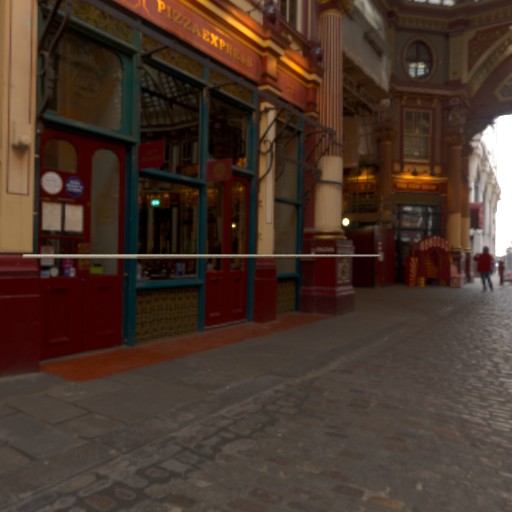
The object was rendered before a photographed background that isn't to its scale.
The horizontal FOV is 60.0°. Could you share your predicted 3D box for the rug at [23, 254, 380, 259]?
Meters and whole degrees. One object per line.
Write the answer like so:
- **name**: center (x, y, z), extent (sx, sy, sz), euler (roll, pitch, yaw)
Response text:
- **rug**: center (0.000, 0.000, 2.506), extent (0.661, 0.013, 2.297), euler (0, 0, 34)
